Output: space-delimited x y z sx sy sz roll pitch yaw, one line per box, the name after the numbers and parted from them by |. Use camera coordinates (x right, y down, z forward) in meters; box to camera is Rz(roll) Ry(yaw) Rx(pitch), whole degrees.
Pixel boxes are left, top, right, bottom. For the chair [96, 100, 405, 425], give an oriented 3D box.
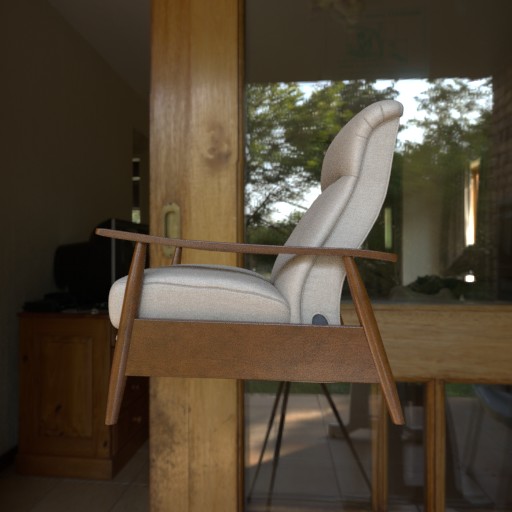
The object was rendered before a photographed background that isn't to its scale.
0.000 0.000 1.788 1.030 1.082 0.762 0 0 0 | chair
